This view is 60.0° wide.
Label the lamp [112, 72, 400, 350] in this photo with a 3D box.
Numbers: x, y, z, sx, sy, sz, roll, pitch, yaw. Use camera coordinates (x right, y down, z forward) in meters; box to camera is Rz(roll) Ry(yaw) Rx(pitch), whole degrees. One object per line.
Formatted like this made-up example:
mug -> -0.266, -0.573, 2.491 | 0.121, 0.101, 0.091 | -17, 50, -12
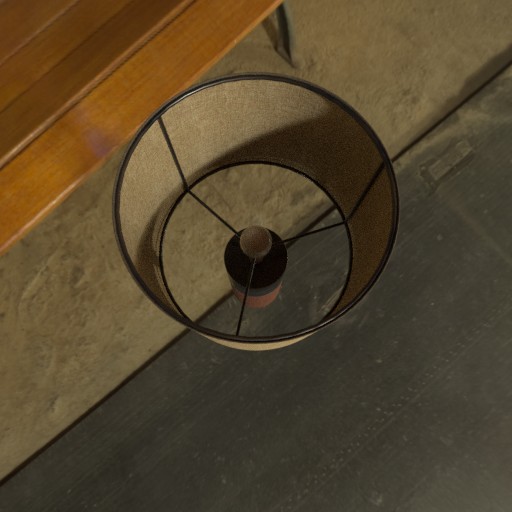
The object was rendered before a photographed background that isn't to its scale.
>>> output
lamp -> 0.000, 0.000, 0.481 | 0.202, 0.350, 0.202 | 0, 76, 0
